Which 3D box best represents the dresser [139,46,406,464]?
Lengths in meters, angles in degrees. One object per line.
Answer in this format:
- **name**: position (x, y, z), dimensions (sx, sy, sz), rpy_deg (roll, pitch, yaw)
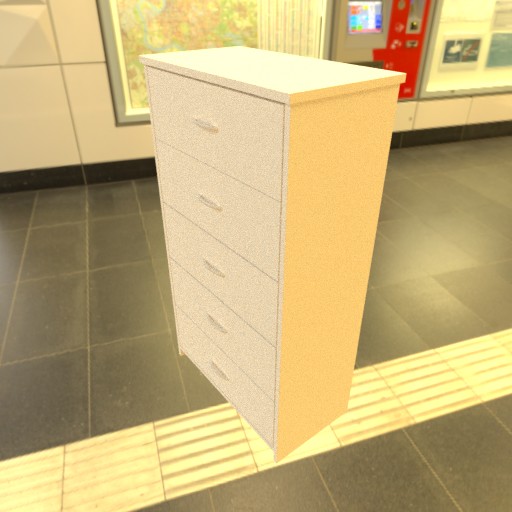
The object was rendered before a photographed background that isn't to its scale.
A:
- **dresser**: position (0.000, 0.000, 1.560), dimensions (0.399, 1.255, 0.704), rpy_deg (-22, 38, -31)
